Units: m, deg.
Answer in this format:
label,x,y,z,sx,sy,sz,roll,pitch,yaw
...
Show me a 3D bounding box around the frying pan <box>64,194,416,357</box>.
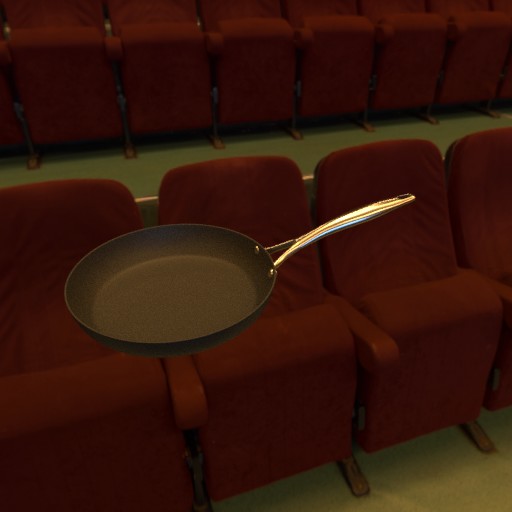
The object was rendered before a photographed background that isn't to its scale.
label,x,y,z,sx,sy,sz,roll,pitch,yaw
frying pan,0.000,0.000,0.580,0.472,0.105,0.255,-10,33,-16
